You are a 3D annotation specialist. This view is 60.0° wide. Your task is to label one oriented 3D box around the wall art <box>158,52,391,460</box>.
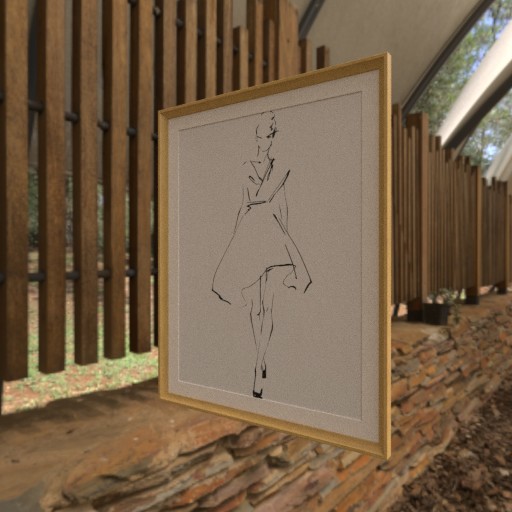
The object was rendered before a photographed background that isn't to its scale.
[{"bbox_3d":[0.000,0.000,1.323,0.798,1.002,0.030,0,0,34],"label":"wall art"}]
